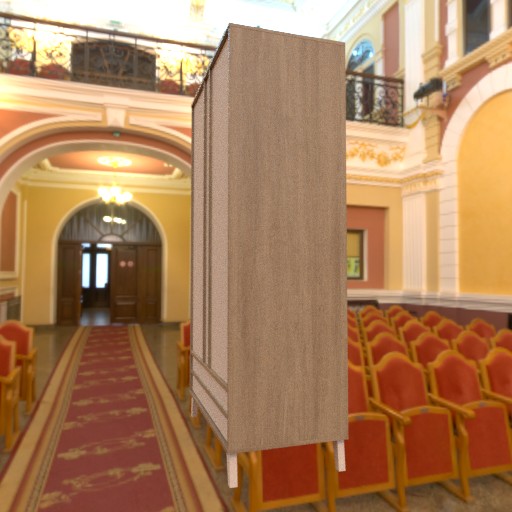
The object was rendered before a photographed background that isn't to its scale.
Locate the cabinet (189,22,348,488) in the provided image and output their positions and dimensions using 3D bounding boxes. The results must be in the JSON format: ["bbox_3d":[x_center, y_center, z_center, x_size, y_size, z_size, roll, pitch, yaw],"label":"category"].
[{"bbox_3d":[0.000,0.000,2.459,0.571,1.999,1.006,1,-2,-18],"label":"cabinet"}]
